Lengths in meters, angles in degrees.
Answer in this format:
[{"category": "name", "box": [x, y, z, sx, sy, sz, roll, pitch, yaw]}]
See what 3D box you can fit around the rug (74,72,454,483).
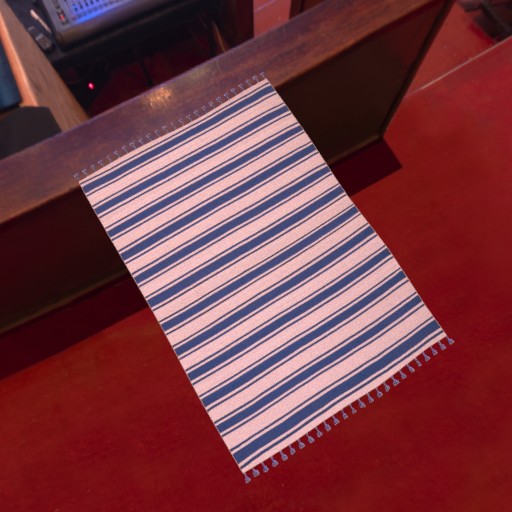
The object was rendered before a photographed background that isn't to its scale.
[{"category": "rug", "box": [0.000, 0.000, 2.925, 1.544, 0.010, 2.315, -31, 79, -7]}]
